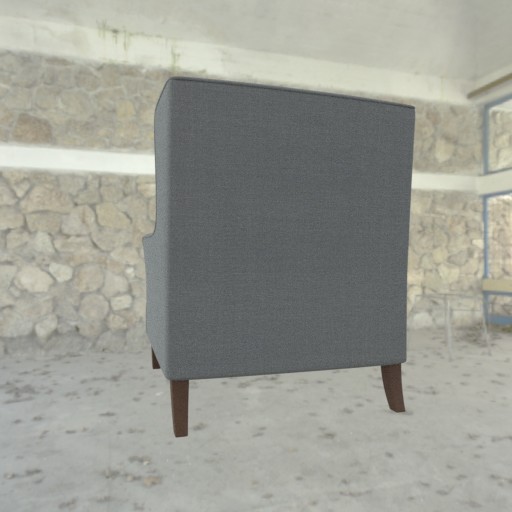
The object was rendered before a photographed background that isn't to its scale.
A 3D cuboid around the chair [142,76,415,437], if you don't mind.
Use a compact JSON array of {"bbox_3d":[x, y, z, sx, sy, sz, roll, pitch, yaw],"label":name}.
[{"bbox_3d":[0.000,0.000,1.821,0.866,1.056,1.040,0,-1,-17],"label":"chair"}]
